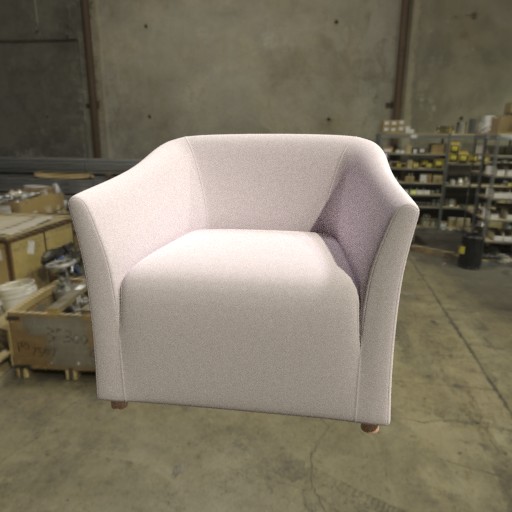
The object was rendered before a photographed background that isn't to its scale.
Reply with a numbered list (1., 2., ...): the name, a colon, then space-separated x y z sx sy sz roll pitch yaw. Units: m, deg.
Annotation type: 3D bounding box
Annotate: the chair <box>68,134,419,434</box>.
1. chair: 0.000 0.000 1.349 0.790 0.720 0.700 2 15 8
